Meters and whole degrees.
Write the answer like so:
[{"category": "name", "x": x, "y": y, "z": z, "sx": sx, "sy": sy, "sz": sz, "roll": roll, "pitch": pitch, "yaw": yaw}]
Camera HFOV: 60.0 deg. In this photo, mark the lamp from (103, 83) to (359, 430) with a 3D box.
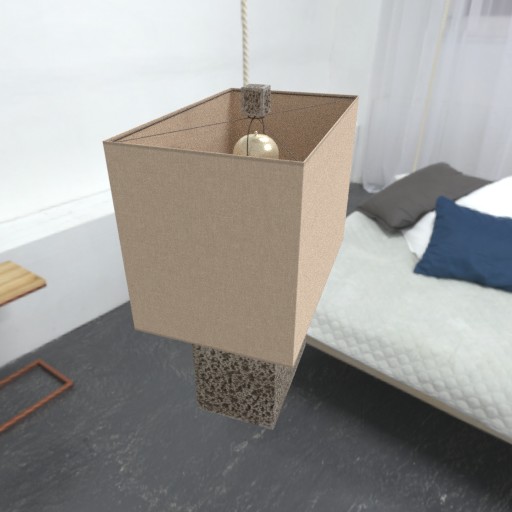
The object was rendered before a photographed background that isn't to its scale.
[{"category": "lamp", "x": 0.000, "y": 0.000, "z": 0.567, "sx": 0.180, "sy": 0.411, "sz": 0.294, "roll": 10, "pitch": 31, "yaw": 17}]
